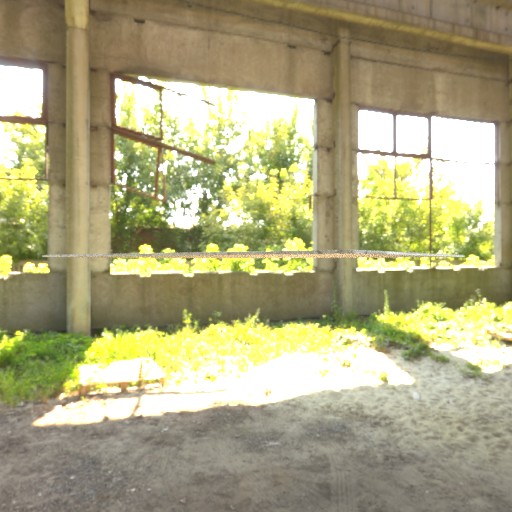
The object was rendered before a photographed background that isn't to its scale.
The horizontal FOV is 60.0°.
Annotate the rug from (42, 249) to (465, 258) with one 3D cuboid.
[{"bbox_3d":[0.000,0.000,4.068,3.038,0.019,2.420,-1,-1,37],"label":"rug"}]
